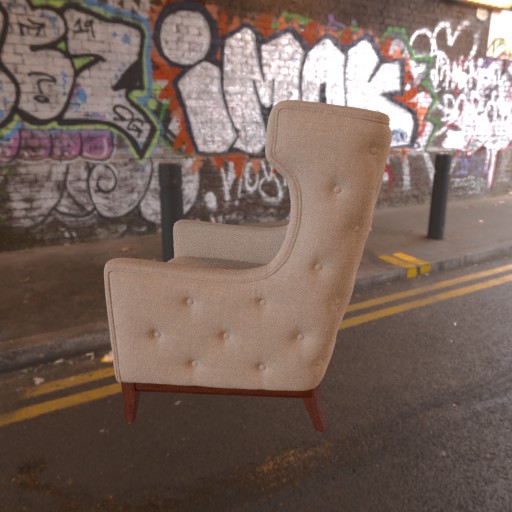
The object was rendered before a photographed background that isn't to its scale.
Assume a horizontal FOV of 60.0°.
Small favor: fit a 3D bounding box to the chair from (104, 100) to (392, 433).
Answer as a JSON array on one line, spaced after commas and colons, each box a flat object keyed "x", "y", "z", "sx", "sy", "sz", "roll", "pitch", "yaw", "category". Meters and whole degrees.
[{"x": 0.000, "y": 0.000, "z": 1.698, "sx": 0.899, "sy": 1.079, "sz": 0.778, "roll": 2, "pitch": 15, "yaw": 9, "category": "chair"}]
